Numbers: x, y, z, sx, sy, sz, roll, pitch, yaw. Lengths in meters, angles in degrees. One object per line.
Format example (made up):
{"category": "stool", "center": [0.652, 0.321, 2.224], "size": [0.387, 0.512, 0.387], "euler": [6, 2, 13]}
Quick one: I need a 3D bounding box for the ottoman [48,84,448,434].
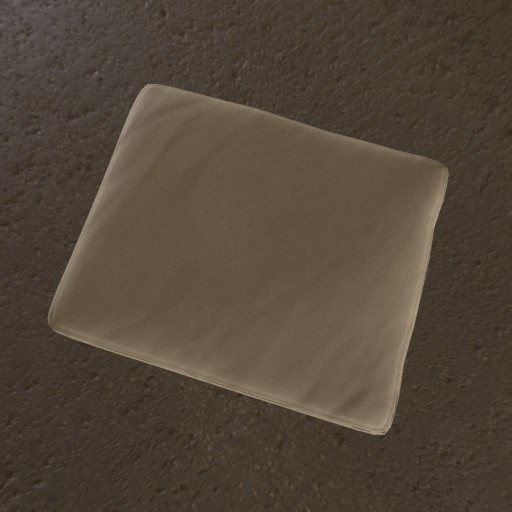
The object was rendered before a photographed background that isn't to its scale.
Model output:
{"category": "ottoman", "center": [0.000, 0.000, 1.475], "size": [1.002, 0.492, 0.836], "euler": [17, 78, 4]}
